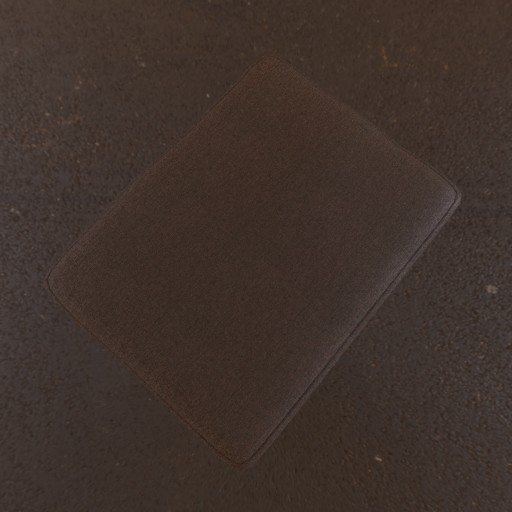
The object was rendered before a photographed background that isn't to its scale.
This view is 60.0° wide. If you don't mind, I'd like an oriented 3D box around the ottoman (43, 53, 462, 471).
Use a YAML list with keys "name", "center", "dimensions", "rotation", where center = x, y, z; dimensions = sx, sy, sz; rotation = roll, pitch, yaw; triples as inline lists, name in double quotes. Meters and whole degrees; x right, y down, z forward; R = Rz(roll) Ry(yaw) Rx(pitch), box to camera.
- name: "ottoman"
  center: [0.000, 0.000, 1.199]
  dimensions: [0.639, 0.496, 0.826]
  rotation: [40, 79, 9]
